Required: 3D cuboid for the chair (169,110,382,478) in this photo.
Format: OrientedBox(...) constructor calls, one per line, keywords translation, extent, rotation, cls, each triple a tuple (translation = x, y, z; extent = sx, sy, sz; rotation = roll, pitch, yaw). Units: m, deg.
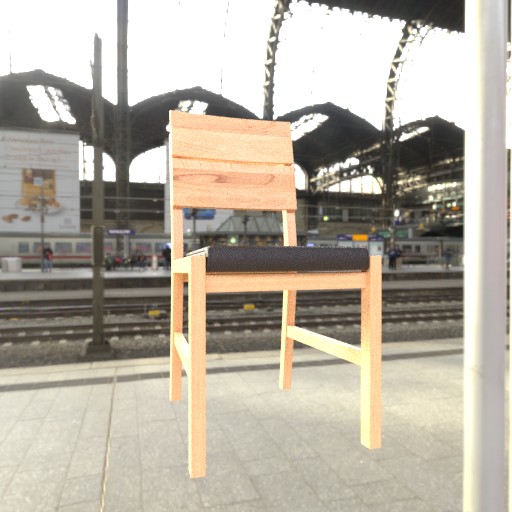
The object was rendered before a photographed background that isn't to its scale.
OrientedBox(translation=(0.000, 0.000, 1.279), extent=(0.475, 0.950, 0.560), rotation=(0, 0, -18), cls="chair")
